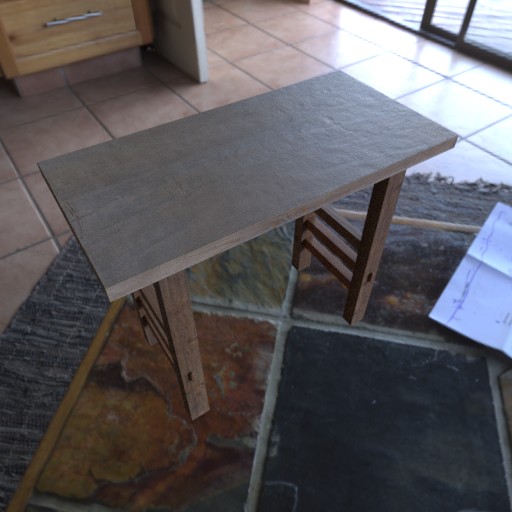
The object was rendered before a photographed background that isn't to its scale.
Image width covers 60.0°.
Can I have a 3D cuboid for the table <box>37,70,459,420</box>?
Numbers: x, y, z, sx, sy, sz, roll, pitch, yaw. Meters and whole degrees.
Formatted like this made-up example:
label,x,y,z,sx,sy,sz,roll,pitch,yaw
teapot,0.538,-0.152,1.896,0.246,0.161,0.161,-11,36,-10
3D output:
label,x,y,z,sx,sy,sz,roll,pitch,yaw
table,0.000,0.000,1.633,1.119,0.914,0.556,-25,51,-22
